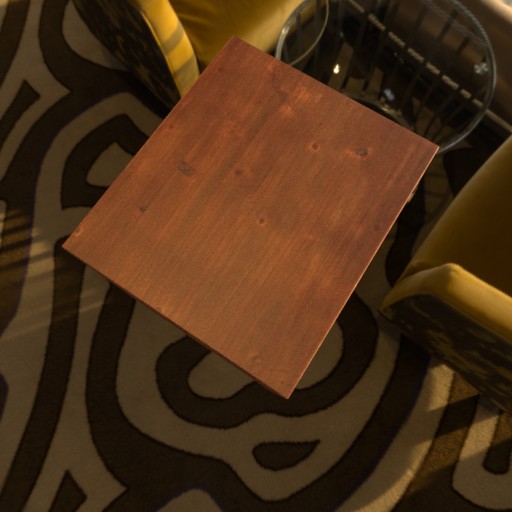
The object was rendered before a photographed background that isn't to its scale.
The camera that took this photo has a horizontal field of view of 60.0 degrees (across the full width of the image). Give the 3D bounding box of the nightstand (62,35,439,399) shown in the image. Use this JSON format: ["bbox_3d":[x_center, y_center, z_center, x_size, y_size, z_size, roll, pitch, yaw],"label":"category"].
[{"bbox_3d":[0.000,0.000,1.026,0.410,0.695,0.465,32,76,9],"label":"nightstand"}]
